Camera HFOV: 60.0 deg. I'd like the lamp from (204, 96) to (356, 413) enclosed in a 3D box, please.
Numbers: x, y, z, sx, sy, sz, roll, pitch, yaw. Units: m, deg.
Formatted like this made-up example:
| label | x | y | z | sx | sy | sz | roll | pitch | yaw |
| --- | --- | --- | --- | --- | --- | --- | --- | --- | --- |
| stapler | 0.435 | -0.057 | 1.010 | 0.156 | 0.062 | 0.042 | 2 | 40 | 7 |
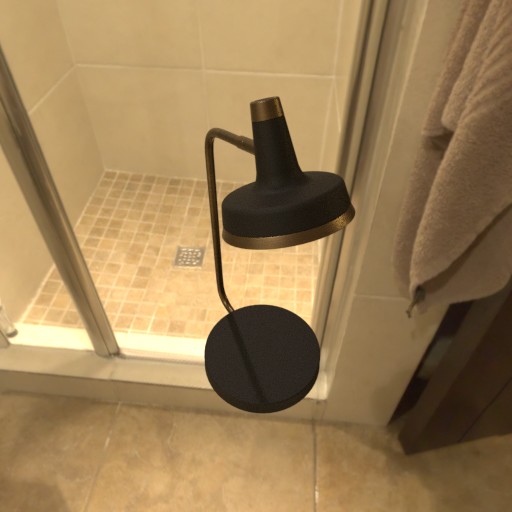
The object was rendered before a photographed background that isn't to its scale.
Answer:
| label | x | y | z | sx | sy | sz | roll | pitch | yaw |
| --- | --- | --- | --- | --- | --- | --- | --- | --- | --- |
| lamp | 0.000 | 0.000 | 0.499 | 0.162 | 0.385 | 0.218 | -24 | 50 | -22 |
